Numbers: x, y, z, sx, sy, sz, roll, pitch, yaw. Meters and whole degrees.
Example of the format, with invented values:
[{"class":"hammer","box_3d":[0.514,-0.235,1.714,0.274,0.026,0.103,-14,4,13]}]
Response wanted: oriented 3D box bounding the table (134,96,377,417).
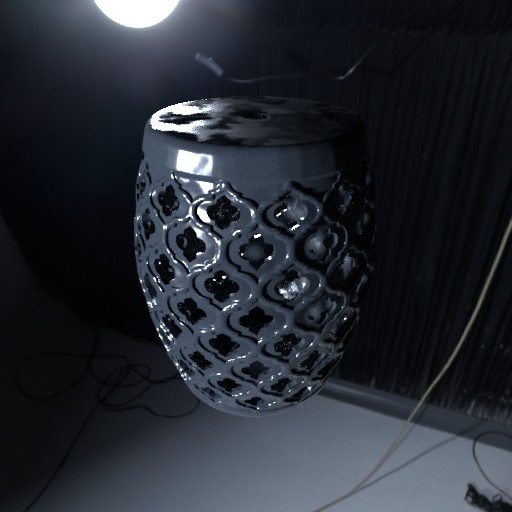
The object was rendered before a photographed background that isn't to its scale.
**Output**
[{"class":"table","box_3d":[0.000,0.000,0.628,0.325,0.388,0.325,0,31,0]}]
